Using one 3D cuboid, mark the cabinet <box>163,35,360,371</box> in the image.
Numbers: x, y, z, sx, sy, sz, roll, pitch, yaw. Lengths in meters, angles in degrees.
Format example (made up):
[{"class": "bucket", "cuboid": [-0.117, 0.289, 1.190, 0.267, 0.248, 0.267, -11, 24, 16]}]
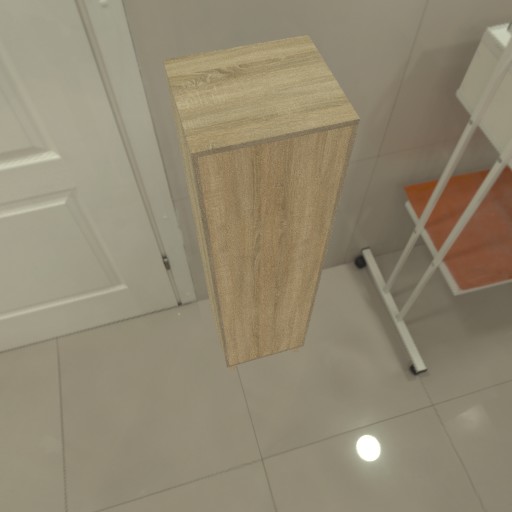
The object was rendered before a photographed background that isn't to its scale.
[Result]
[{"class": "cabinet", "cuboid": [0.000, 0.000, 2.214, 0.510, 1.960, 0.450, -14, 59, -9]}]
